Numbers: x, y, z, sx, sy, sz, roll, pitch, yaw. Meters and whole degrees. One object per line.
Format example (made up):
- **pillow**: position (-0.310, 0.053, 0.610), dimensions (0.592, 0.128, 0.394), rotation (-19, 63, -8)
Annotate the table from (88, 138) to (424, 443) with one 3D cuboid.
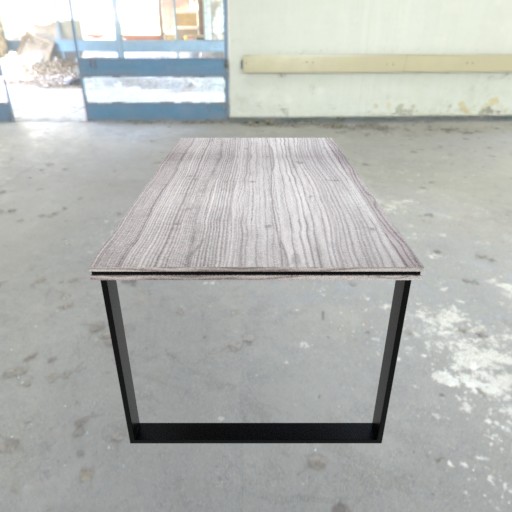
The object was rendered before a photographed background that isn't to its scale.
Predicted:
- **table**: position (0.000, 0.000, 2.031), dimensions (0.881, 0.736, 1.579), rotation (0, 27, 0)
